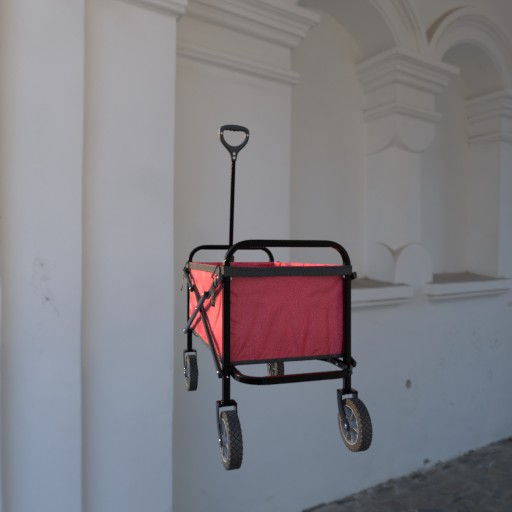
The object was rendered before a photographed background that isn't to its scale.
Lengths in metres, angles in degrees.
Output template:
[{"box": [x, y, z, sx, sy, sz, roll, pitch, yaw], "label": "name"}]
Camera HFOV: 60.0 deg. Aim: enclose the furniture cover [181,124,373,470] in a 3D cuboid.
[{"box": [0.000, 0.000, 1.839, 0.532, 1.295, 1.038, 0, 0, -17], "label": "furniture cover"}]
